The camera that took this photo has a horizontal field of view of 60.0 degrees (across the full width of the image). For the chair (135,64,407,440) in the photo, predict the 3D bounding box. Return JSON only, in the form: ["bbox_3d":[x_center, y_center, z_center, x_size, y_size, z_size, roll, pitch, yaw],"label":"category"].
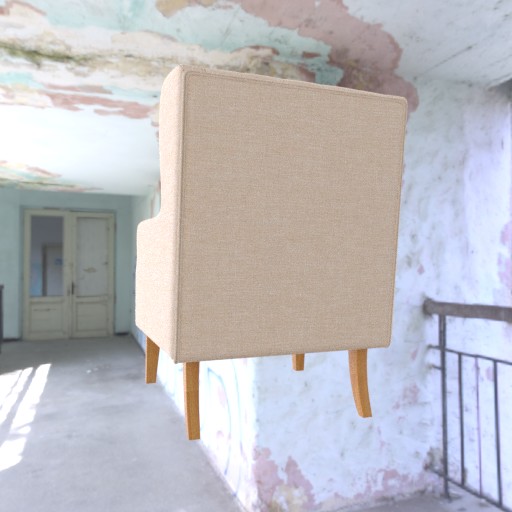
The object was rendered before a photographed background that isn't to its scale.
[{"bbox_3d":[0.000,0.000,1.449,0.710,0.930,0.760,0,-1,-19],"label":"chair"}]
